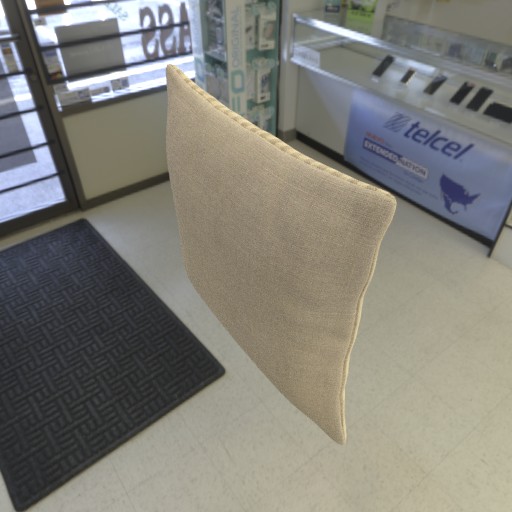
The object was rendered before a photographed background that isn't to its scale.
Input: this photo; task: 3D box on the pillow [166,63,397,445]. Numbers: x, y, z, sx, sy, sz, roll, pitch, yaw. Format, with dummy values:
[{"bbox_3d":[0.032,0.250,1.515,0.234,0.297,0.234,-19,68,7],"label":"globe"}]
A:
[{"bbox_3d":[0.000,0.000,0.767,0.166,0.510,0.523,-24,46,-25],"label":"pillow"}]
